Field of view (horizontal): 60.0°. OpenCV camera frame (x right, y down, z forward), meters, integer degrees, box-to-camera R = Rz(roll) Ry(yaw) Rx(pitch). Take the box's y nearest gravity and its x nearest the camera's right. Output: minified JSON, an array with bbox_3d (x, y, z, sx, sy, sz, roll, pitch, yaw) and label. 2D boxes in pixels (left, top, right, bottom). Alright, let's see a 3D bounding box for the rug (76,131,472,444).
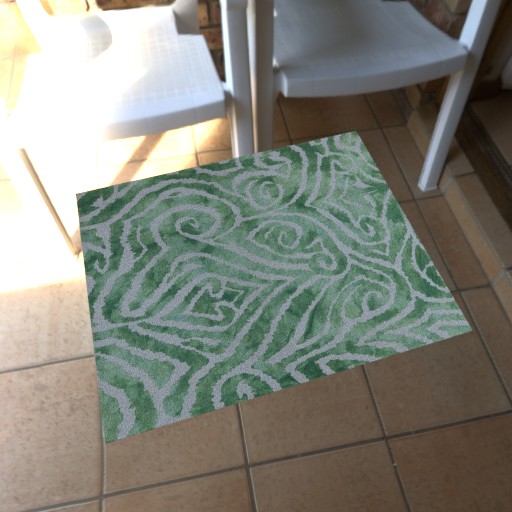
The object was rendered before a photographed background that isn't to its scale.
[{"bbox_3d":[0.000,0.000,4.075,3.045,0.007,2.436,-15,60,-8],"label":"rug"}]
